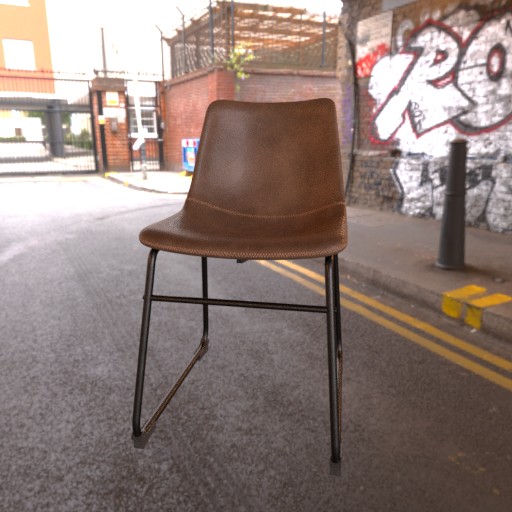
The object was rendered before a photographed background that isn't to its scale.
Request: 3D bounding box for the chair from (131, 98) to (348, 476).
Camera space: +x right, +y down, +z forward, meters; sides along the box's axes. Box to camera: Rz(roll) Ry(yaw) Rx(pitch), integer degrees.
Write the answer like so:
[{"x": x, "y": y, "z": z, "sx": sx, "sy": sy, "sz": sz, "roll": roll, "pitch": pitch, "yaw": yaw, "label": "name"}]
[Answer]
[{"x": 0.000, "y": 0.000, "z": 1.103, "sx": 0.460, "sy": 0.780, "sz": 0.551, "roll": 3, "pitch": 15, "yaw": 11, "label": "chair"}]
